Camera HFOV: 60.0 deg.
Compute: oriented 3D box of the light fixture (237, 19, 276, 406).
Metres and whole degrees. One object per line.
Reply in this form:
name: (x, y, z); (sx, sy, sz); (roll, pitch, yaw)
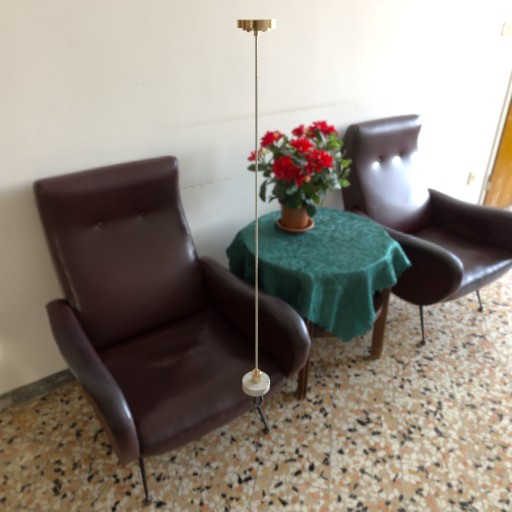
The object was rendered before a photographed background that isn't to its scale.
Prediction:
light fixture: (0.000, 0.000, 1.773); (0.129, 1.669, 0.129); (10, 31, 17)
